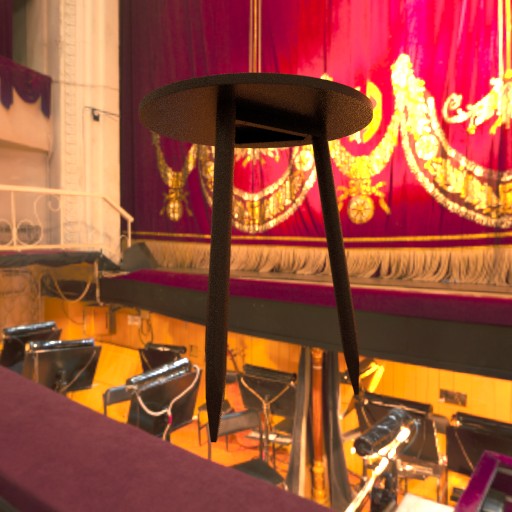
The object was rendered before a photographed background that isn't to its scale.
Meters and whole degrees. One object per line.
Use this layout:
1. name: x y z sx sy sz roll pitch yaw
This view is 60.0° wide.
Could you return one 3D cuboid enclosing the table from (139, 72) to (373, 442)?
1. table: 0.000 0.000 0.902 0.457 0.585 0.457 0 2 0
